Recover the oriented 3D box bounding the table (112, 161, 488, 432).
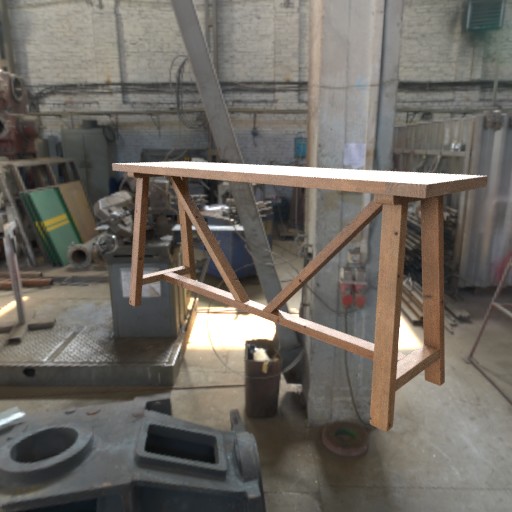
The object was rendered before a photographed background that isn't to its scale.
[{"bbox_3d":[0.000,0.000,2.085,0.465,0.810,1.800,-14,20,-43],"label":"table"}]
